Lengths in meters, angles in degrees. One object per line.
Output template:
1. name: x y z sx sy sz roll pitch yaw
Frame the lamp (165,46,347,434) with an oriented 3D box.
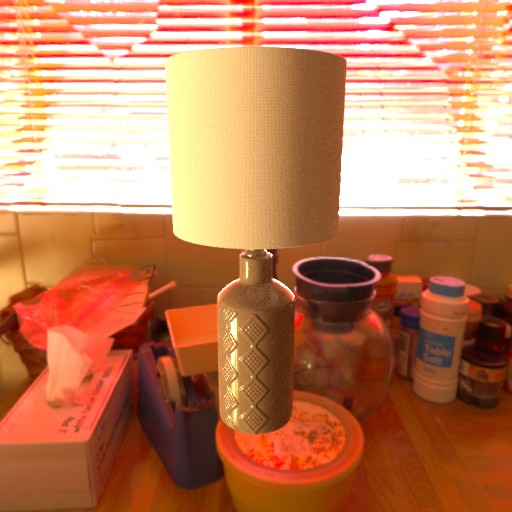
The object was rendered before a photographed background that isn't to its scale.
1. lamp: 0.000 0.000 0.573 0.207 0.461 0.207 -8 17 -28
